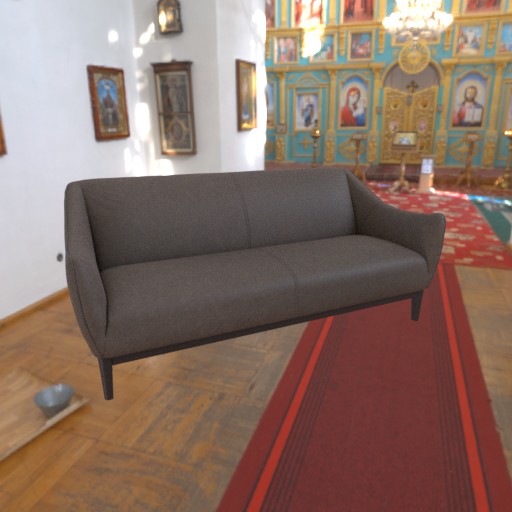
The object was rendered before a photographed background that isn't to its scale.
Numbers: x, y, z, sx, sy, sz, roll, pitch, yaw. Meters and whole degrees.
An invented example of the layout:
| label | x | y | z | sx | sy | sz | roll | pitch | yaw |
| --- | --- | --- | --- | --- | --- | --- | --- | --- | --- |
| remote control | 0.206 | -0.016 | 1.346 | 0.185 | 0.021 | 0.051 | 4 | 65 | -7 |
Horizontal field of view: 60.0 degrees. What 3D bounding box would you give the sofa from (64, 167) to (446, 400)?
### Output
| label | x | y | z | sx | sy | sz | roll | pitch | yaw |
| --- | --- | --- | --- | --- | --- | --- | --- | --- | --- |
| sofa | 0.000 | 0.000 | 2.404 | 1.928 | 0.831 | 0.869 | -8 | 18 | -25 |
